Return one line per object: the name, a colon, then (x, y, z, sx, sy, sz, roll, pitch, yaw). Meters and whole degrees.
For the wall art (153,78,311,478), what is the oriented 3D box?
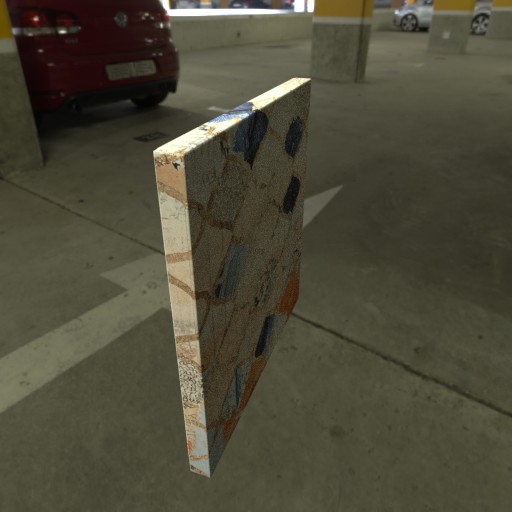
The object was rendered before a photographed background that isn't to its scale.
wall art: (0.000, 0.000, 0.762, 0.038, 0.508, 0.507, 10, 32, 17)
